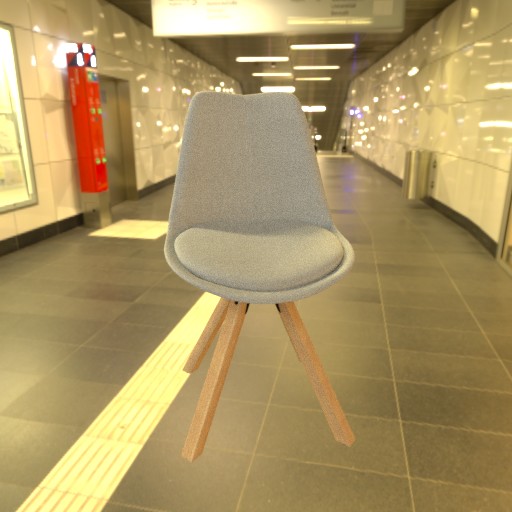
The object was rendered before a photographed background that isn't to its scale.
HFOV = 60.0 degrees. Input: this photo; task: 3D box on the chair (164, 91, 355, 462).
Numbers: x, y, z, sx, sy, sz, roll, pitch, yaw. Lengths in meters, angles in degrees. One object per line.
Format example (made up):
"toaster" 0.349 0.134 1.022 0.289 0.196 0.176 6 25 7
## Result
"chair" 0.000 0.000 1.192 0.474 0.863 0.549 -2 17 -7
